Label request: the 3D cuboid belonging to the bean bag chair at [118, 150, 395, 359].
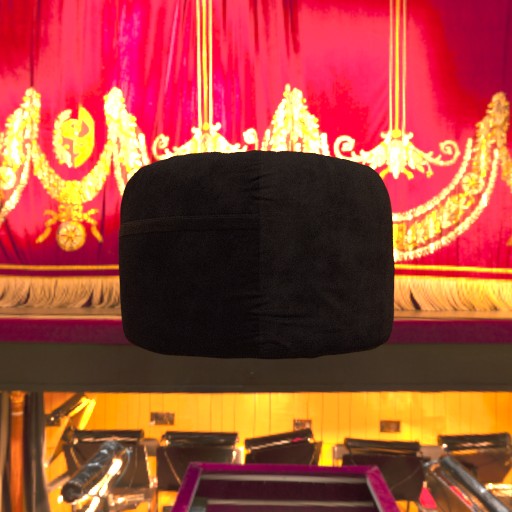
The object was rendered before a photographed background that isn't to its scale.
[{"bbox_3d":[0.000,0.000,2.045,1.219,0.762,1.219,0,-2,0],"label":"bean bag chair"}]
